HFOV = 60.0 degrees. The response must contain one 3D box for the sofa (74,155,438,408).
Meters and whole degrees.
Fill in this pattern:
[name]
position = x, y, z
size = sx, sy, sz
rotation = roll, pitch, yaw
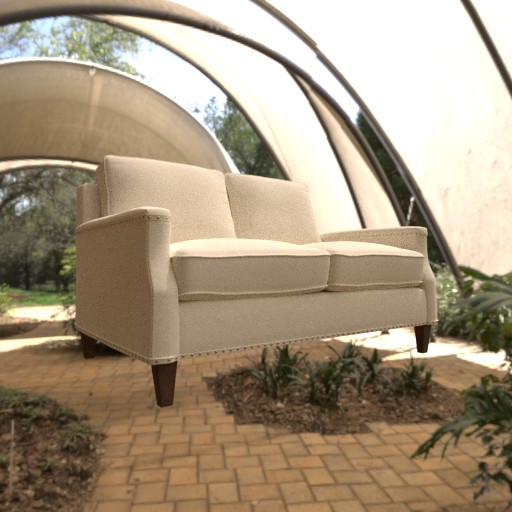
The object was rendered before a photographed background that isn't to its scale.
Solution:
[sofa]
position = 0.000, 0.000, 2.270
size = 1.597, 1.003, 1.084
rotation = 1, -1, -36
